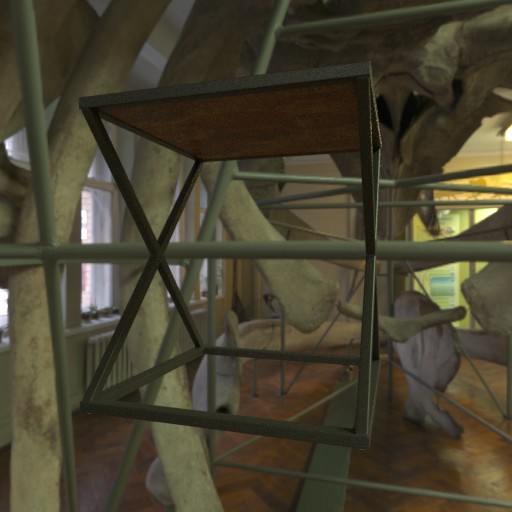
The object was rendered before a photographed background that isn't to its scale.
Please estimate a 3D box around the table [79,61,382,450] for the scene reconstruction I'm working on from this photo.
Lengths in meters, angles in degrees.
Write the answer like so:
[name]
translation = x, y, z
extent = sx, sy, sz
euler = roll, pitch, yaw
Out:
[table]
translation = 0.000, 0.000, 0.948
extent = 0.500, 0.565, 0.500
euler = 0, 1, 18
